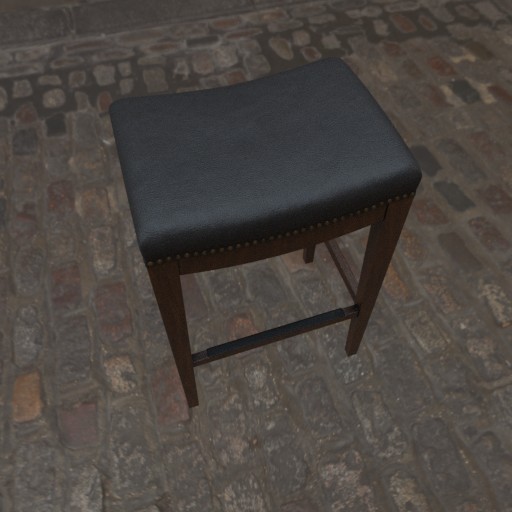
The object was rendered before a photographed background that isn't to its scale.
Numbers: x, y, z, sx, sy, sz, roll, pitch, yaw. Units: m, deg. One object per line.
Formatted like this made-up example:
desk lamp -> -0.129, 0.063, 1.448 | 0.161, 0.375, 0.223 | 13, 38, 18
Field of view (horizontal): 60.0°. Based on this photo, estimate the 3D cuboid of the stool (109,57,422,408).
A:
stool -> 0.000, 0.000, 1.029 | 0.500, 0.765, 0.361 | -15, 58, -10
